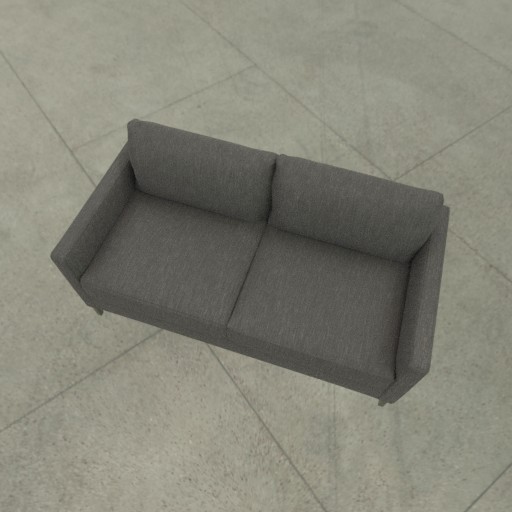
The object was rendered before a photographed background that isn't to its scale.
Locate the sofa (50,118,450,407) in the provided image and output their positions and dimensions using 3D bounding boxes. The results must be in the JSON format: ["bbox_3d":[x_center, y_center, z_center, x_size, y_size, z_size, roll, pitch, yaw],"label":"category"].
[{"bbox_3d":[0.000,0.000,2.185,1.682,0.840,0.875,16,60,10],"label":"sofa"}]
